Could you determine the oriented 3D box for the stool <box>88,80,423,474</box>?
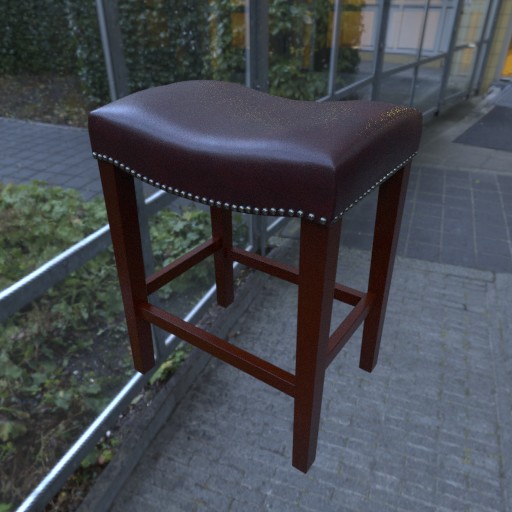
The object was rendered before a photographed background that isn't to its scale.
[{"bbox_3d":[0.000,0.000,0.952,0.504,0.657,0.372,20,36,29],"label":"stool"}]
